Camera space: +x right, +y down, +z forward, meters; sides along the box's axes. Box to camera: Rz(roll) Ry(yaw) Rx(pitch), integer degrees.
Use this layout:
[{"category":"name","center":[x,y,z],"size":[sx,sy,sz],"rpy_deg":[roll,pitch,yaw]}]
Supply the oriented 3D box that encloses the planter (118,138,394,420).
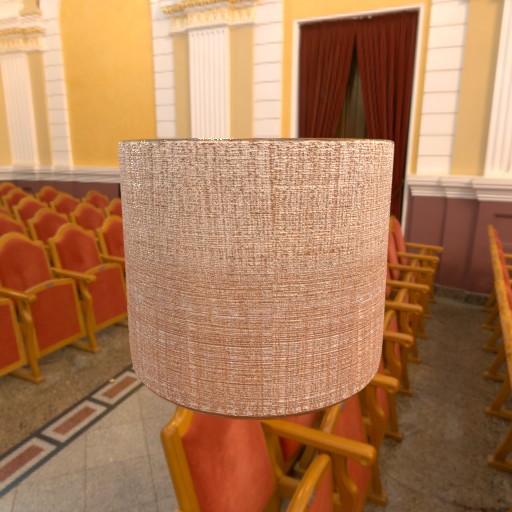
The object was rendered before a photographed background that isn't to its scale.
[{"category":"planter","center":[0.000,0.000,0.310],"size":[0.177,0.157,0.177],"rpy_deg":[0,14,0]}]
